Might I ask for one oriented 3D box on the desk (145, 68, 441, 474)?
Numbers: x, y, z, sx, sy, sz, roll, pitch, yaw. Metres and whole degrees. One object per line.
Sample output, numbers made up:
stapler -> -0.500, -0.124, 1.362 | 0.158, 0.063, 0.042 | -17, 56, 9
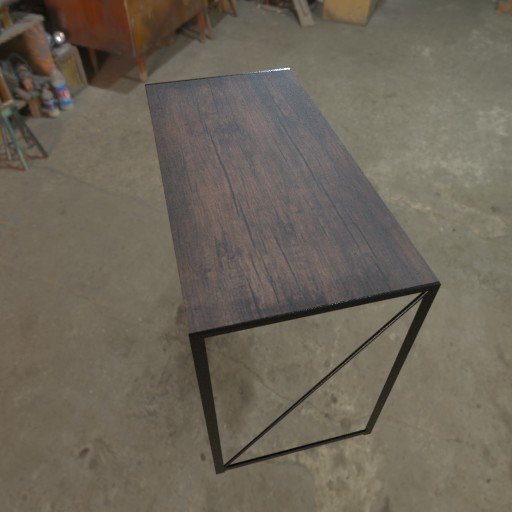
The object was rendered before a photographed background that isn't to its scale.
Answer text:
desk -> 0.000, 0.000, 1.445 | 0.505, 0.747, 1.015 | -10, 47, -10
